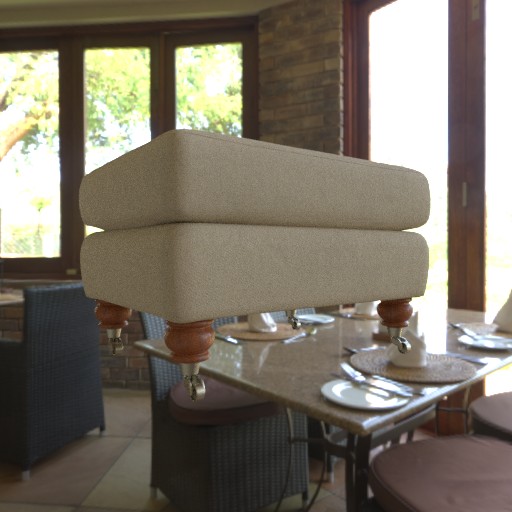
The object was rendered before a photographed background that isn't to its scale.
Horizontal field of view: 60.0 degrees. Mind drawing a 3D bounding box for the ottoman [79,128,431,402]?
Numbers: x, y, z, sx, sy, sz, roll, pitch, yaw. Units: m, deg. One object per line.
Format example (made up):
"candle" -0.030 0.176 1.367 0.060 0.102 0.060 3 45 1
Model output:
"ottoman" 0.000 0.000 1.164 0.773 0.504 0.569 -1 1 -36
